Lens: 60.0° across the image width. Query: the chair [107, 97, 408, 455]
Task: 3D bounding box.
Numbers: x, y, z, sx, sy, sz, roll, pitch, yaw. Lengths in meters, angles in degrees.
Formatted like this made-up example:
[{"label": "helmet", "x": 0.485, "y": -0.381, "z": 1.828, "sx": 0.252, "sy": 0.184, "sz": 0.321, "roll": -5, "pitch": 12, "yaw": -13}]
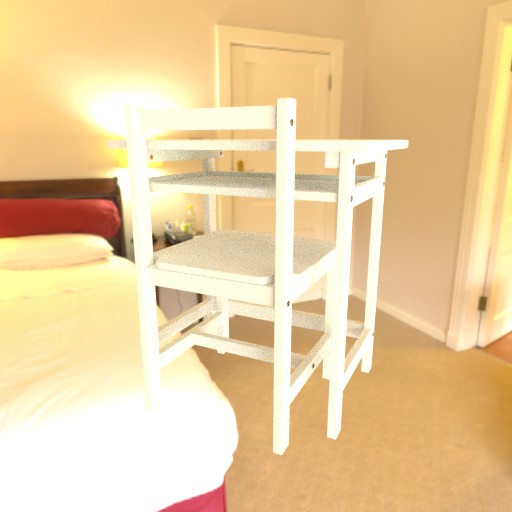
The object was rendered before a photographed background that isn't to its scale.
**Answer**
[{"label": "chair", "x": 0.000, "y": 0.000, "z": 1.067, "sx": 0.599, "sy": 0.673, "sz": 0.461, "roll": 7, "pitch": 16, "yaw": 25}]
